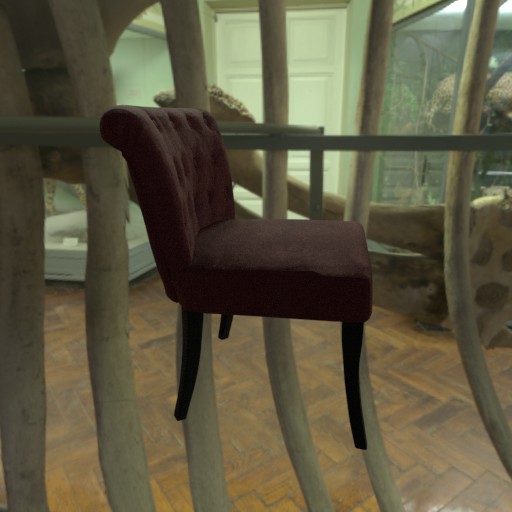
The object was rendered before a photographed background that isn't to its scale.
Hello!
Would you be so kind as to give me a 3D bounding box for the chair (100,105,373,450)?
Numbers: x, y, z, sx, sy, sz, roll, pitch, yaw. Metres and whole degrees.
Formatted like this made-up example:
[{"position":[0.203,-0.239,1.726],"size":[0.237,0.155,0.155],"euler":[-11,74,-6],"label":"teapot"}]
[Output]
[{"position":[0.000,0.000,1.175],"size":[0.605,0.750,0.582],"euler":[3,18,10],"label":"chair"}]
